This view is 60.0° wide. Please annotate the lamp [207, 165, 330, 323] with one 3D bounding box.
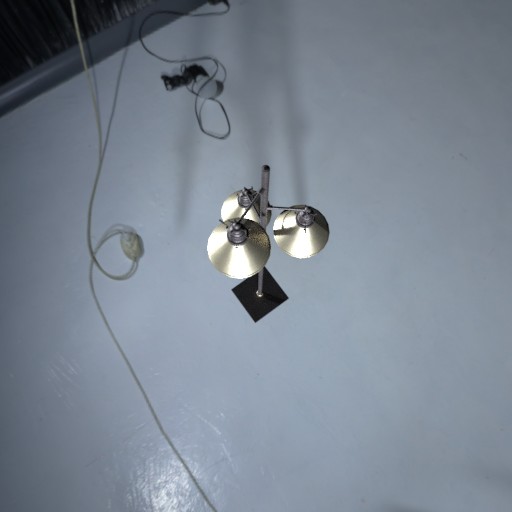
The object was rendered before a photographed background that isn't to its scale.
[{"bbox_3d":[0.000,0.000,1.932,0.428,1.716,0.415,-36,77,-9],"label":"lamp"}]
